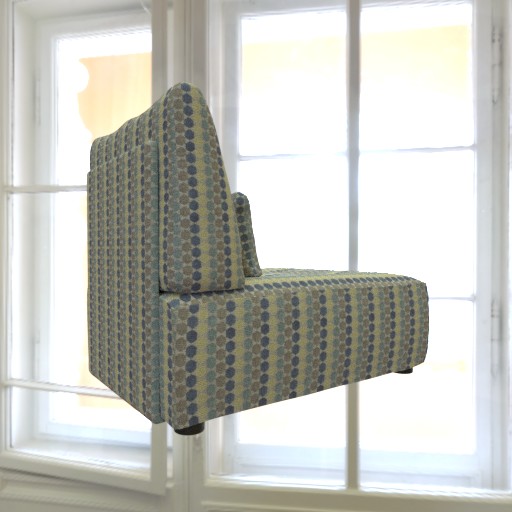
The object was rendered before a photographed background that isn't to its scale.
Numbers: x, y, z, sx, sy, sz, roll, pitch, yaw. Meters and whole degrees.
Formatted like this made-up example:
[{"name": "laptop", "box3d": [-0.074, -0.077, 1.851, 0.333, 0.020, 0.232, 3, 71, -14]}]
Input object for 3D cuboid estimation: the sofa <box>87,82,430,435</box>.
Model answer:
[{"name": "sofa", "box3d": [0.000, 0.000, 1.543, 1.000, 0.820, 0.700, -1, 1, -36]}]
